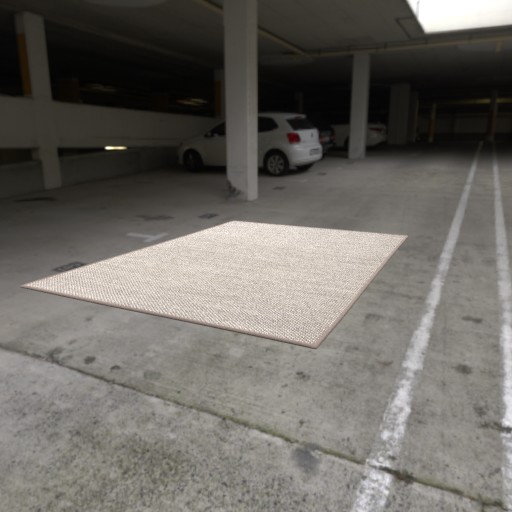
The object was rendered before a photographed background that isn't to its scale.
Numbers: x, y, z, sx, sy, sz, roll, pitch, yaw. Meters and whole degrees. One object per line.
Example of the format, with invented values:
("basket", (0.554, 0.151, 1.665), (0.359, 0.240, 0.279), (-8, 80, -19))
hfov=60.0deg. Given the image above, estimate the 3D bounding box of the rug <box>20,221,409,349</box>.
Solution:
("rug", (0.000, 0.000, 2.736), (1.517, 0.013, 2.115), (7, 16, 26))
